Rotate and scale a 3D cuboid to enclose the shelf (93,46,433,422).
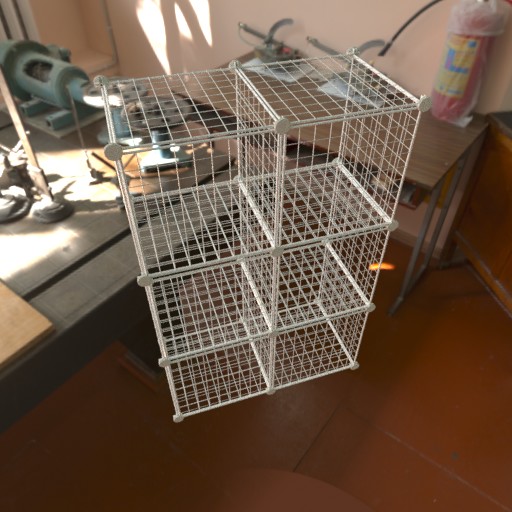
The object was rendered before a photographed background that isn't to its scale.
[{"bbox_3d":[0.000,0.000,1.382,0.711,1.067,0.356,-12,44,-13],"label":"shelf"}]
